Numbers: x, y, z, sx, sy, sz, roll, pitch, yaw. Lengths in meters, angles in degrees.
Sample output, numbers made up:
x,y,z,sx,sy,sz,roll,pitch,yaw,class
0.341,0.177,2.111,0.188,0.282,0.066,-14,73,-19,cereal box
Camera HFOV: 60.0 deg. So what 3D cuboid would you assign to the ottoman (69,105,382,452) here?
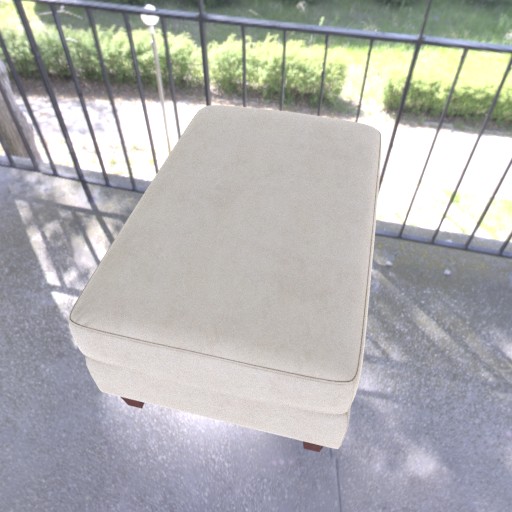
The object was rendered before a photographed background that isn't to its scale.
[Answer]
x,y,z,sx,sy,sz,roll,pitch,yaw,class
0.000,0.000,1.205,0.584,0.483,0.864,10,49,9,ottoman
